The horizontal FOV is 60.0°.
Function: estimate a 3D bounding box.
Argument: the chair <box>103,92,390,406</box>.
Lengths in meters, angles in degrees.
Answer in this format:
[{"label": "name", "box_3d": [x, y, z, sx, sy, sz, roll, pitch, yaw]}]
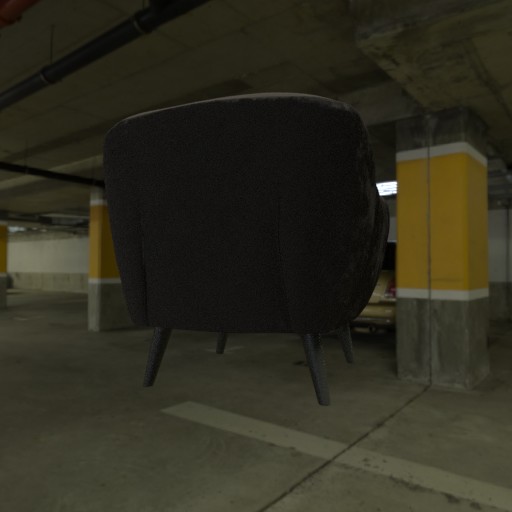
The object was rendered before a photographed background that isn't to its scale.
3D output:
[{"label": "chair", "box_3d": [0.000, 0.000, 1.503, 0.840, 0.807, 0.819, 0, -1, 20]}]
